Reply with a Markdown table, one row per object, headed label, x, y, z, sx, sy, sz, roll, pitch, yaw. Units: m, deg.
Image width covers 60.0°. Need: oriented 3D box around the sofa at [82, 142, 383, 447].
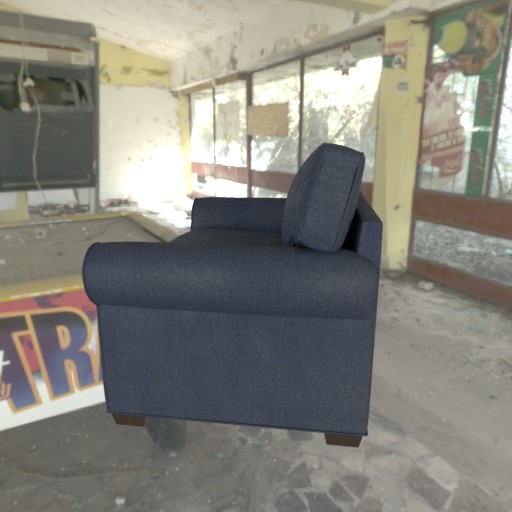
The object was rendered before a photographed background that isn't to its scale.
| label | x | y | z | sx | sy | sz | roll | pitch | yaw |
| --- | --- | --- | --- | --- | --- | --- | --- | --- | --- |
| sofa | 0.000 | 0.000 | 2.014 | 0.938 | 1.004 | 1.405 | 2 | 15 | 8 |
